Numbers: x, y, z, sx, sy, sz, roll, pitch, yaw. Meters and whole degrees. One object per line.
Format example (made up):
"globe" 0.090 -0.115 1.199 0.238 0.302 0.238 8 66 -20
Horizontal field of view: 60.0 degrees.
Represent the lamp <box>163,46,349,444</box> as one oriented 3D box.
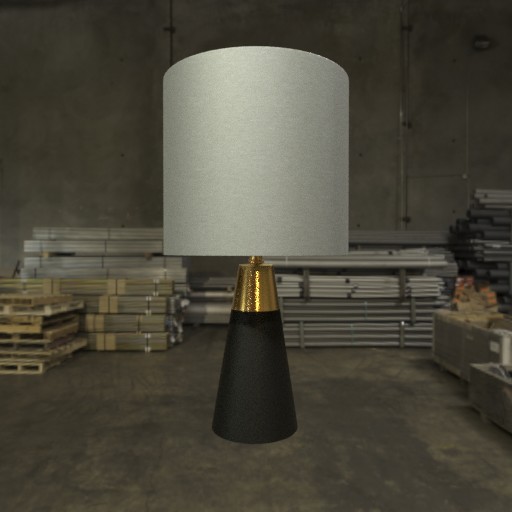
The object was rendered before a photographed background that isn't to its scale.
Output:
"lamp" 0.000 0.000 0.754 0.308 0.580 0.308 0 1 0
